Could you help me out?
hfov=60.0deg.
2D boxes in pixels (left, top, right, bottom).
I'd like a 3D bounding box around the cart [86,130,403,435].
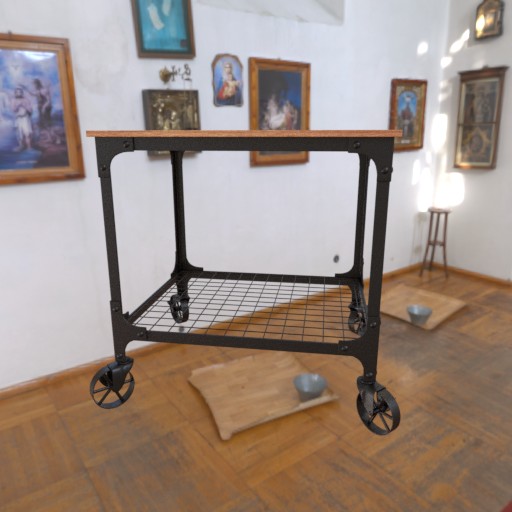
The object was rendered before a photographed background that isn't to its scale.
[{"bbox_3d":[0.000,0.000,1.117,0.666,0.603,0.558,2,15,9],"label":"cart"}]
